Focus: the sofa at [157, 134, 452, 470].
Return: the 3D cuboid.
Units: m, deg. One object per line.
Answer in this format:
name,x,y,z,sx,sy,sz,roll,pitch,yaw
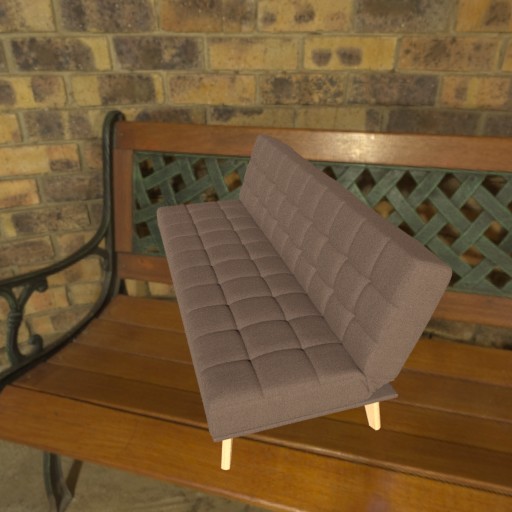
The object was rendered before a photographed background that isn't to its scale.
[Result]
sofa,0.000,0.000,2.288,0.860,0.810,1.800,-8,30,-14
